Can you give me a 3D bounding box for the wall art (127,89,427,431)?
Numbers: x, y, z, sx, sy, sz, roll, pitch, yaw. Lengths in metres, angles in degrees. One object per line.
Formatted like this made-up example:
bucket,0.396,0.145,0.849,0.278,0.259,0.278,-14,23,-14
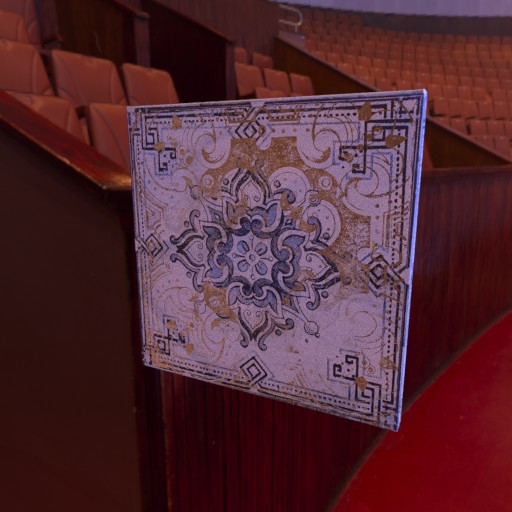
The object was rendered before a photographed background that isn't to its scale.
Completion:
wall art,0.000,0.000,0.909,0.609,0.607,0.036,6,15,26
